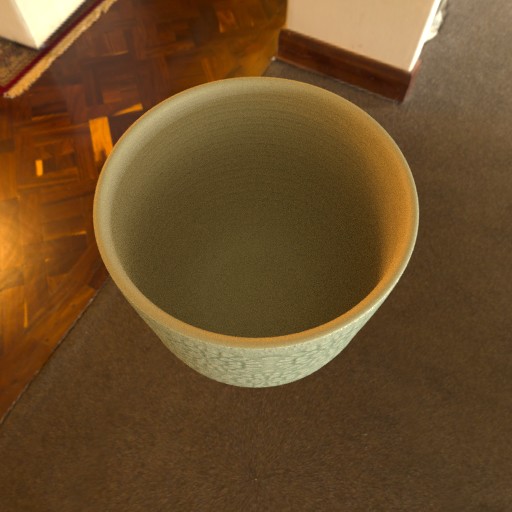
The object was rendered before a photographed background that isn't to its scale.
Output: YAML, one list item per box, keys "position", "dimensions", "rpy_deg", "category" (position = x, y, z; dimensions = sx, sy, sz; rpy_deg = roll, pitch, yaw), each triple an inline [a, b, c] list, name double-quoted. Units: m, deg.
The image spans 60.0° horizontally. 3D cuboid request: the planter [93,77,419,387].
- position: [0.000, 0.000, 0.300]
  dimensions: [0.169, 0.153, 0.169]
  rpy_deg: [0, 63, 0]
  category: "planter"
